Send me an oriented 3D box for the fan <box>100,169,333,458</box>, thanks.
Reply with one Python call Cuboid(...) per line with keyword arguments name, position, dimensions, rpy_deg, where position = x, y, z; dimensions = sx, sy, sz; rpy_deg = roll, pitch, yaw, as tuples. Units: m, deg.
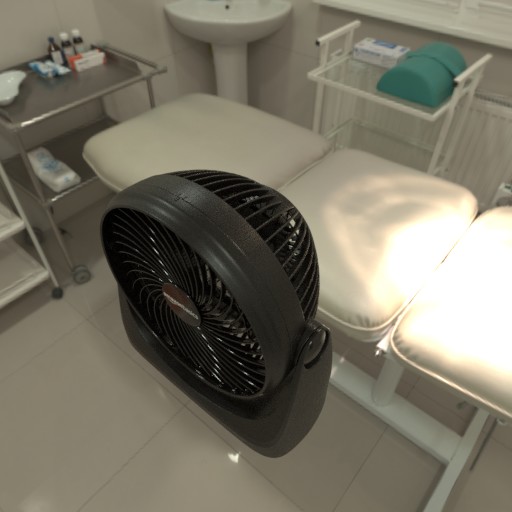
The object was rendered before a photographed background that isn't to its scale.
Cuboid(name="fan", position=(0.000, 0.000, 0.498), dimensions=(0.273, 0.277, 0.256), rpy_deg=(31, 53, 27))
